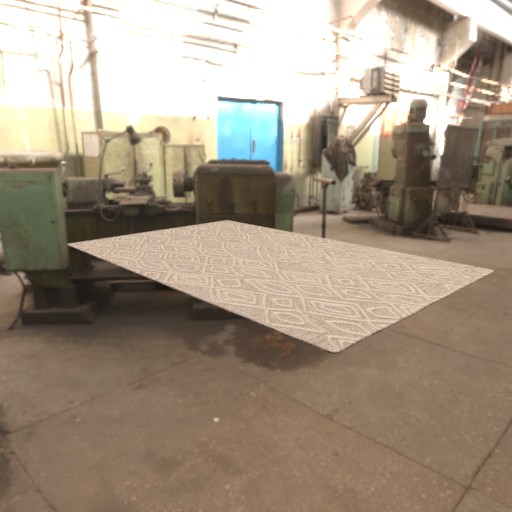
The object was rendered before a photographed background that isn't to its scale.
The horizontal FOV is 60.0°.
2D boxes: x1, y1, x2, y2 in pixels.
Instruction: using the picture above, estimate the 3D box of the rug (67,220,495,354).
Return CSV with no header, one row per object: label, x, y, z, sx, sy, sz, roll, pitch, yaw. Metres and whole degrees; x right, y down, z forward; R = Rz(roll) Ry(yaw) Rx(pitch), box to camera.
rug,0.000,0.000,2.923,1.546,0.010,2.442,-13,19,-42
